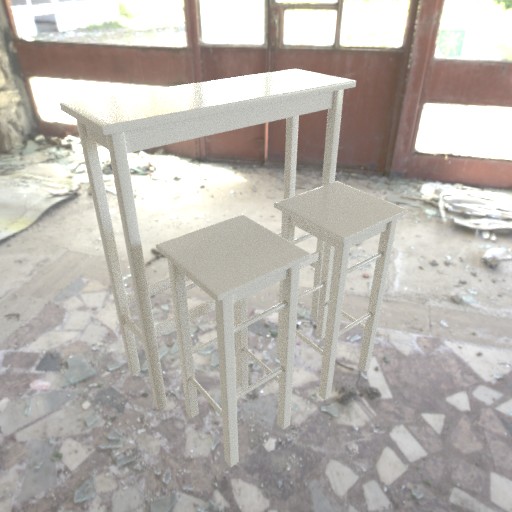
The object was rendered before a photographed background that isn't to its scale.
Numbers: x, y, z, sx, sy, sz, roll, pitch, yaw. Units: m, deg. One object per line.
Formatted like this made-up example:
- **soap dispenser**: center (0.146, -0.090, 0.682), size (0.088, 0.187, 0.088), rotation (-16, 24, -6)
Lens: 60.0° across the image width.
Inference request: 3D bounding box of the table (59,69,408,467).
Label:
- **table**: center (0.000, 0.000, 1.567), size (0.915, 1.065, 0.650), rotation (-23, 39, -32)
